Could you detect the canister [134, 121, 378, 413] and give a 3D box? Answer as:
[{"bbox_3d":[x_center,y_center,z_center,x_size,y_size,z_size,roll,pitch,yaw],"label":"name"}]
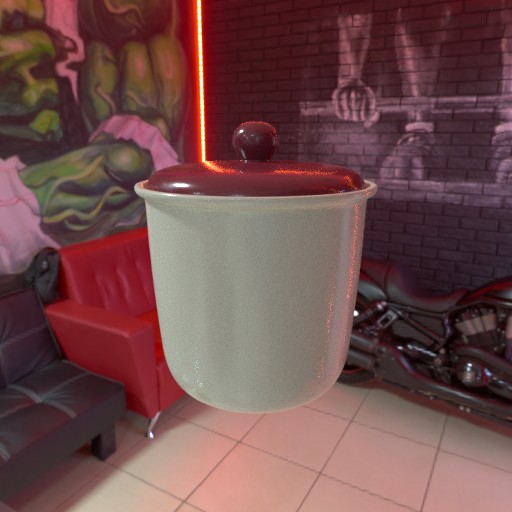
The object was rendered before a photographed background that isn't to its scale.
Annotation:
[{"bbox_3d":[0.000,0.000,0.357,0.182,0.208,0.182,0,15,0],"label":"canister"}]
